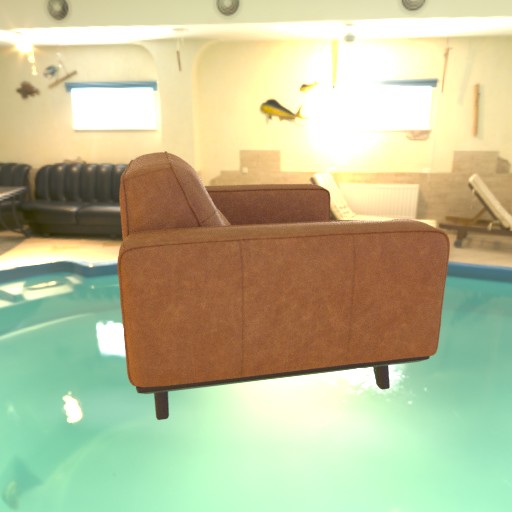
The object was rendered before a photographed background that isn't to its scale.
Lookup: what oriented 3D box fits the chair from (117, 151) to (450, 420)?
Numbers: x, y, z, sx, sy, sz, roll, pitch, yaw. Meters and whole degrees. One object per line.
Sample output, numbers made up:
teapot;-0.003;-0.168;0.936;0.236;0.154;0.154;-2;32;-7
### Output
chair;0.000;0.000;1.734;0.952;0.782;1.118;-4;17;-12
